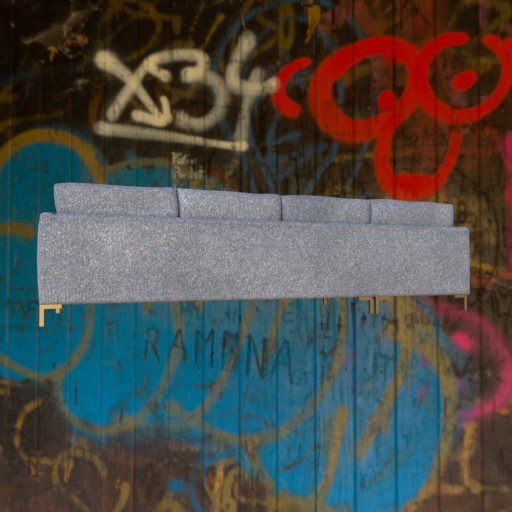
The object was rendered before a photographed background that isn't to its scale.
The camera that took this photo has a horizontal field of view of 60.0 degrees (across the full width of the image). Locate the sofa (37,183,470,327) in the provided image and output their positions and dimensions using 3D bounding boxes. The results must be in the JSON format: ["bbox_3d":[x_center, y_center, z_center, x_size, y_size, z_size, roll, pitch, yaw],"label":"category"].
[{"bbox_3d":[0.000,0.000,3.440,2.932,0.810,1.350,0,-1,-18],"label":"sofa"}]
